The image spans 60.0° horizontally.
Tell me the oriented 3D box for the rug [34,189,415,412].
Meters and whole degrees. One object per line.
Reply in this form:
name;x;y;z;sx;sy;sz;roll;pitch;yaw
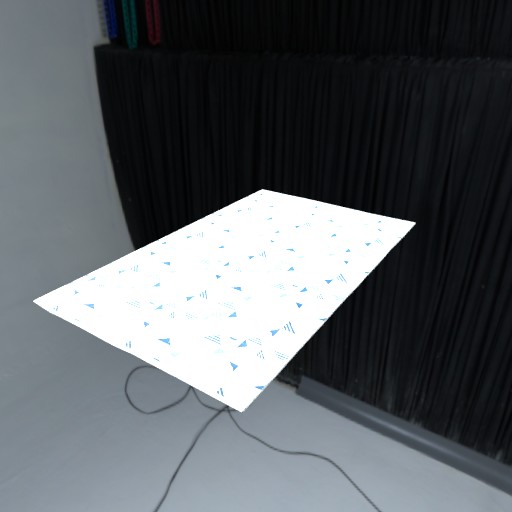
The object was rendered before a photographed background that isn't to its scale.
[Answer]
rug;0.000;0.000;3.121;1.512;0.009;2.457;17;32;30
